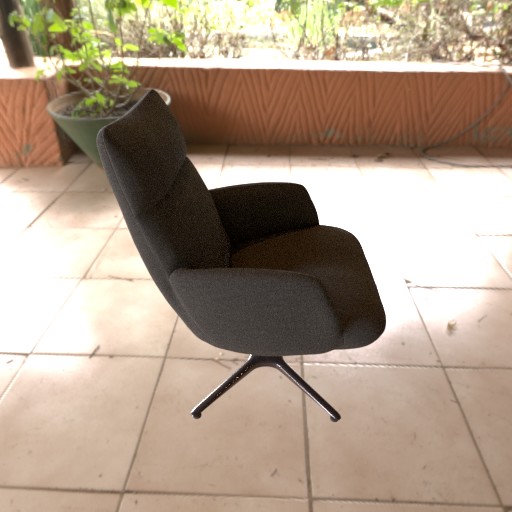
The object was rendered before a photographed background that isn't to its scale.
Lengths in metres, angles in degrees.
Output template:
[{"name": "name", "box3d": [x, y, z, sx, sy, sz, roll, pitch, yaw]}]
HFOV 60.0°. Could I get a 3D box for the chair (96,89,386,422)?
[{"name": "chair", "box3d": [0.000, 0.000, 1.502, 0.831, 0.984, 0.702, 1, 31, 1]}]
